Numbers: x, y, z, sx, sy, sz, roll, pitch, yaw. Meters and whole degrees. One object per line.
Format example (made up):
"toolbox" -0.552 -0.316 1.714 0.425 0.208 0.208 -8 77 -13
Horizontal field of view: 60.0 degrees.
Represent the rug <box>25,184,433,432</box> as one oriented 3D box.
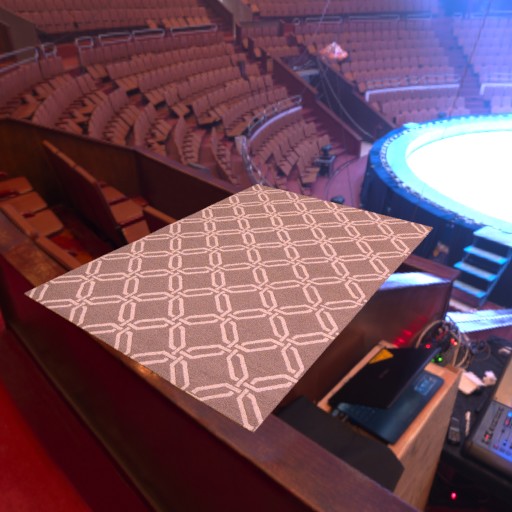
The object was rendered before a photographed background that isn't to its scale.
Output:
"rug" 0.000 0.000 4.376 2.441 0.020 3.419 19 34 31
